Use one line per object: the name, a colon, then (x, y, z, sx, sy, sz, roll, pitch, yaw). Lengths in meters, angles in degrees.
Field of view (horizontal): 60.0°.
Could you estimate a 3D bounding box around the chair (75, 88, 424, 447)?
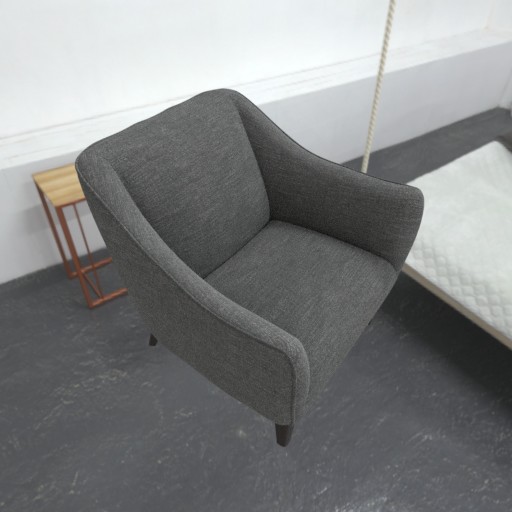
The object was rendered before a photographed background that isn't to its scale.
chair: (0.000, 0.000, 1.547, 0.851, 0.829, 0.870, 25, 47, 26)
